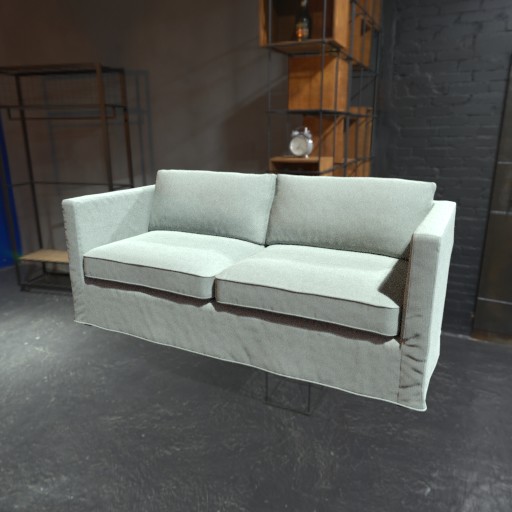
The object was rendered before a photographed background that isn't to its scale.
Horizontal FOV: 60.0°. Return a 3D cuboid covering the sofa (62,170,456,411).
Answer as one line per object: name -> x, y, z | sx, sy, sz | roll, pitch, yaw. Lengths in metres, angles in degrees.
sofa -> 0.000, 0.000, 2.482 | 1.987, 0.870, 0.940 | 8, 18, 26
